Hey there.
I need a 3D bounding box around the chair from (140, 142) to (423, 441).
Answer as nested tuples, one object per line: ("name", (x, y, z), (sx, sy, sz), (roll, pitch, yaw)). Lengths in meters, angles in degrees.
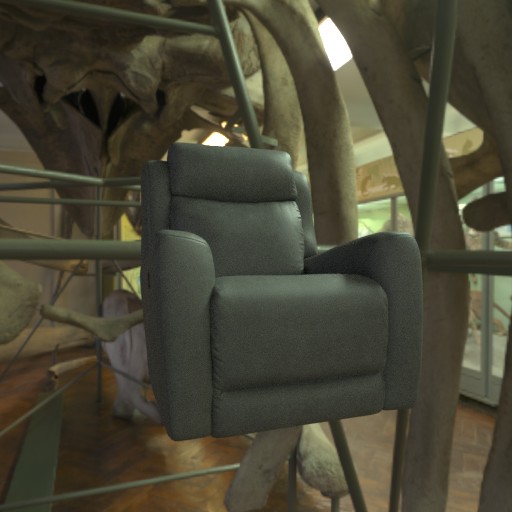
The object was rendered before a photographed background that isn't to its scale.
("chair", (0.000, 0.000, 1.918), (0.965, 1.116, 1.068), (0, 1, -19))
